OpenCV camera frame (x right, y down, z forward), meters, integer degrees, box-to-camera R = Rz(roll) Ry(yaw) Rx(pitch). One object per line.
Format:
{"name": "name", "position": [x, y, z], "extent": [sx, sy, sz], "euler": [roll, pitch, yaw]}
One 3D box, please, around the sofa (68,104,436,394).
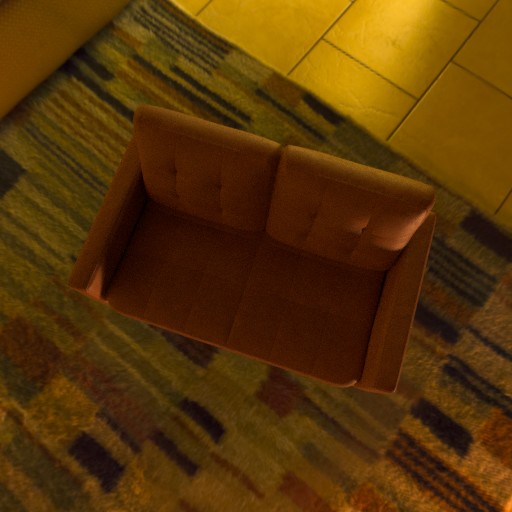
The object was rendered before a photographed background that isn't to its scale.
{"name": "sofa", "position": [0.000, 0.000, 2.012], "extent": [1.430, 0.898, 0.868], "euler": [18, 75, 5]}
